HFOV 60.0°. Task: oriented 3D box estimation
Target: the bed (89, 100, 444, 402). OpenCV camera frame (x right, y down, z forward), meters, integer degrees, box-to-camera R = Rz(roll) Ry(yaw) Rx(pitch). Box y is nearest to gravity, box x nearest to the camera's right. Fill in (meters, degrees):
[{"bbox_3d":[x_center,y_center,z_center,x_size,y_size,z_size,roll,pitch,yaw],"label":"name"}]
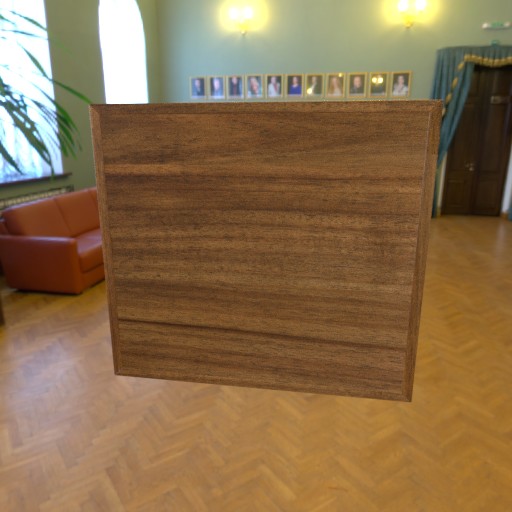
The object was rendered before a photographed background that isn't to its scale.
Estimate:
[{"bbox_3d":[0.000,0.000,1.432,1.041,0.940,0.043,3,16,9],"label":"bed"}]
